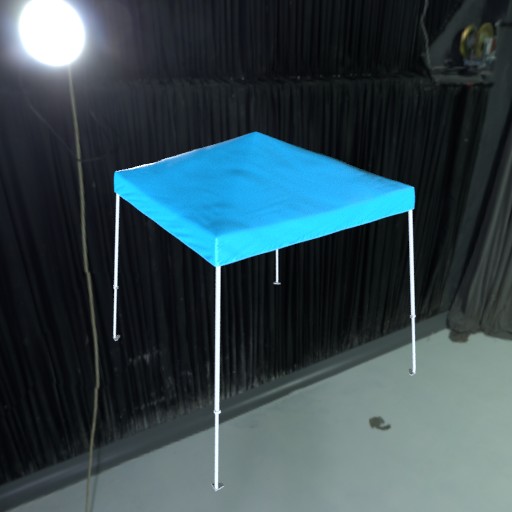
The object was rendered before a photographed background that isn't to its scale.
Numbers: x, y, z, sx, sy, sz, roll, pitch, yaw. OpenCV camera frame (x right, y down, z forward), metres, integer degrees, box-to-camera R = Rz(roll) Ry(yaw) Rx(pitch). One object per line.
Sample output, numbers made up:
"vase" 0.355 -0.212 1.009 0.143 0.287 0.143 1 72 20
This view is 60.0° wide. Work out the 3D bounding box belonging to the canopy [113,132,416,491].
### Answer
"canopy" 0.000 0.000 5.203 2.848 2.849 2.849 -16 30 -31
